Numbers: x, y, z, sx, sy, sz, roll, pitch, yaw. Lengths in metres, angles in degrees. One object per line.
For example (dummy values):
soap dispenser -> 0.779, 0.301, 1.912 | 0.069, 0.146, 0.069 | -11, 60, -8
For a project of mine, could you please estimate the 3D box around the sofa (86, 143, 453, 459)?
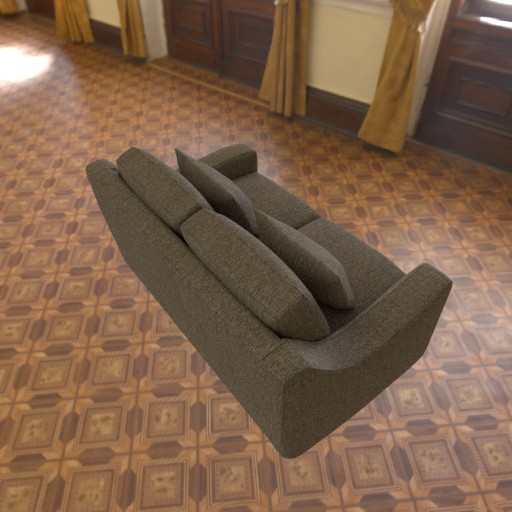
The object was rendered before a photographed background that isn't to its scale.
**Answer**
sofa -> 0.000, 0.000, 2.449 | 1.120, 0.991, 1.778 | -27, 49, -27
